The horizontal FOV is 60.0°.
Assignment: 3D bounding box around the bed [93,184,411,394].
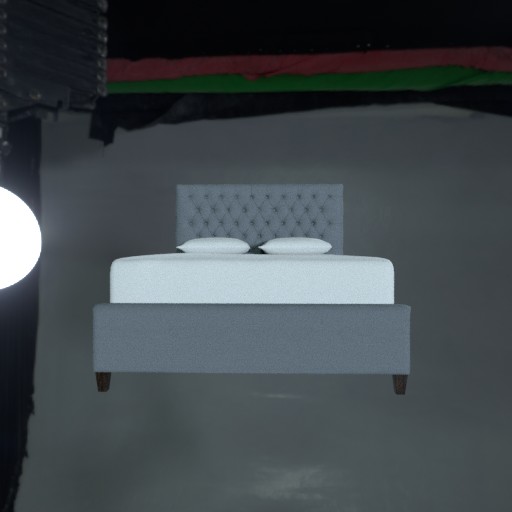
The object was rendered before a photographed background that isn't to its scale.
[{"bbox_3d":[0.000,0.000,3.416,1.698,1.427,2.231,0,1,2],"label":"bed"}]
